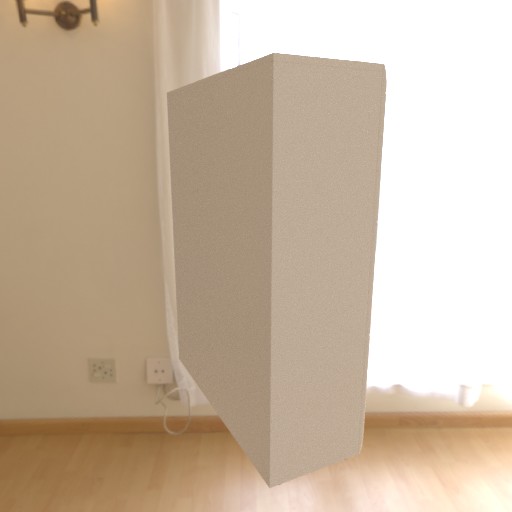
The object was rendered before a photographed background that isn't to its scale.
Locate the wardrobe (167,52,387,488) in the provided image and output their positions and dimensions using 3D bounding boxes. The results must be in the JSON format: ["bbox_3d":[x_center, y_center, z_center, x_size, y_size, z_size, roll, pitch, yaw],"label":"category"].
[{"bbox_3d":[0.000,0.000,1.623,0.360,1.200,0.900,-7,16,-26],"label":"wardrobe"}]
